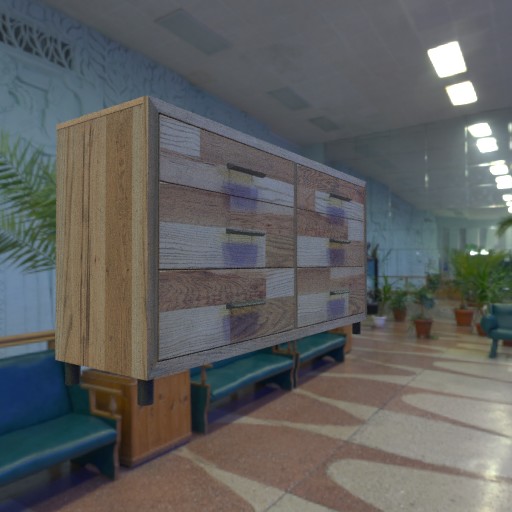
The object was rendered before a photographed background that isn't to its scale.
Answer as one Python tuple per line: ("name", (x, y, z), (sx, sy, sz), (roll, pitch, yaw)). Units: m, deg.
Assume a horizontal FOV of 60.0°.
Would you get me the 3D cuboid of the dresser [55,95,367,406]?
("dresser", (0.000, 0.000, 1.917), (0.487, 0.834, 1.547), (-1, -1, 35))
